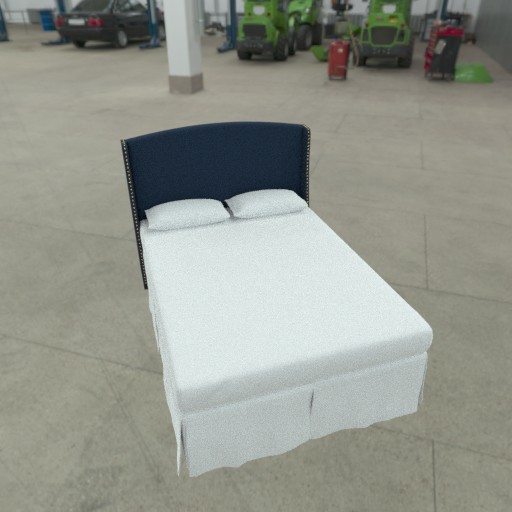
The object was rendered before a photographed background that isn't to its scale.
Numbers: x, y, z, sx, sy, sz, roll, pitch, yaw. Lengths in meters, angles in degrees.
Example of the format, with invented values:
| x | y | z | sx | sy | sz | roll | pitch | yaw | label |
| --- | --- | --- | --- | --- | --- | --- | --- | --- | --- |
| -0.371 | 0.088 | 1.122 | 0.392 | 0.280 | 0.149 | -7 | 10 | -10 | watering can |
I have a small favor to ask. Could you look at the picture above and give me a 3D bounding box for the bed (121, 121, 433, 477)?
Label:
| x | y | z | sx | sy | sz | roll | pitch | yaw | label |
| --- | --- | --- | --- | --- | --- | --- | --- | --- | --- |
| 0.000 | 0.000 | 3.200 | 1.604 | 1.402 | 2.223 | -9 | 32 | -15 | bed |
